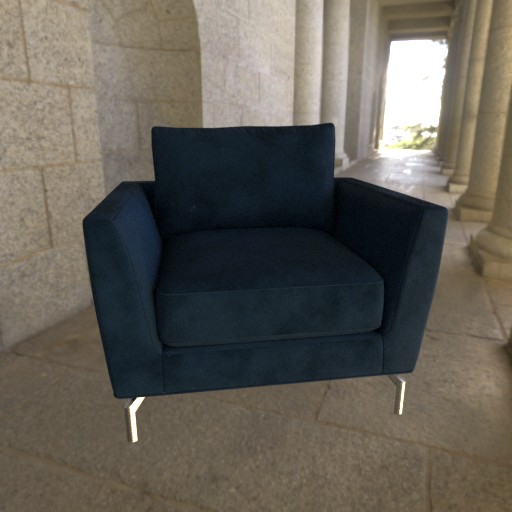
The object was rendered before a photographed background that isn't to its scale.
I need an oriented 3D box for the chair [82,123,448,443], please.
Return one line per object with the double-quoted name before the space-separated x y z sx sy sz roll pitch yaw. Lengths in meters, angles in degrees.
"chair" 0.000 0.000 1.549 0.977 0.893 0.746 -3 17 -9
